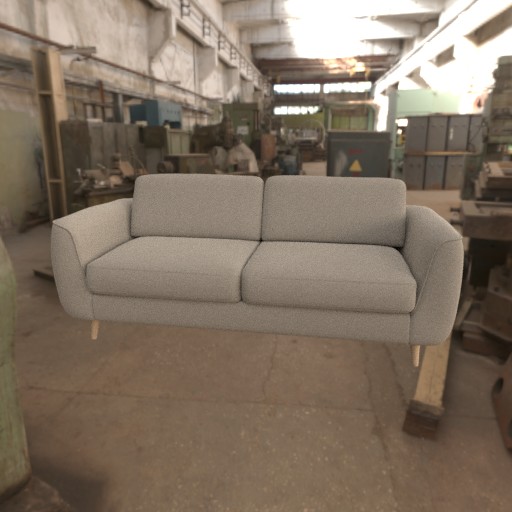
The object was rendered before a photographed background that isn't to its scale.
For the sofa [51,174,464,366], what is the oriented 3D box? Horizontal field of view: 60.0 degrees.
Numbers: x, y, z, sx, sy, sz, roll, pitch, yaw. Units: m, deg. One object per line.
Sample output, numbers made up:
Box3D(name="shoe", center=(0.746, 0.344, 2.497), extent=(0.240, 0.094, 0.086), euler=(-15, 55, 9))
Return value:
Box3D(name="sofa", center=(0.000, 0.000, 2.480), extent=(2.000, 0.850, 0.920), euler=(3, 16, 10))
